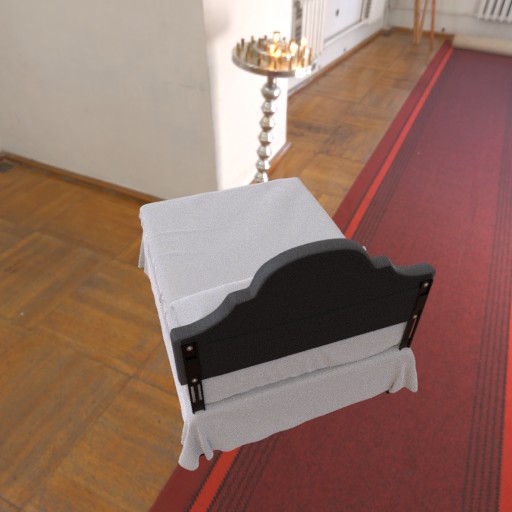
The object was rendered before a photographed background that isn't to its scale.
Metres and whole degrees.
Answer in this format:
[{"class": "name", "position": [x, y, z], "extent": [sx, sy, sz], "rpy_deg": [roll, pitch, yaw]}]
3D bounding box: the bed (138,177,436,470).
[{"class": "bed", "position": [0.000, 0.000, 3.403], "extent": [1.780, 1.634, 2.222], "rpy_deg": [-13, 42, -15]}]
